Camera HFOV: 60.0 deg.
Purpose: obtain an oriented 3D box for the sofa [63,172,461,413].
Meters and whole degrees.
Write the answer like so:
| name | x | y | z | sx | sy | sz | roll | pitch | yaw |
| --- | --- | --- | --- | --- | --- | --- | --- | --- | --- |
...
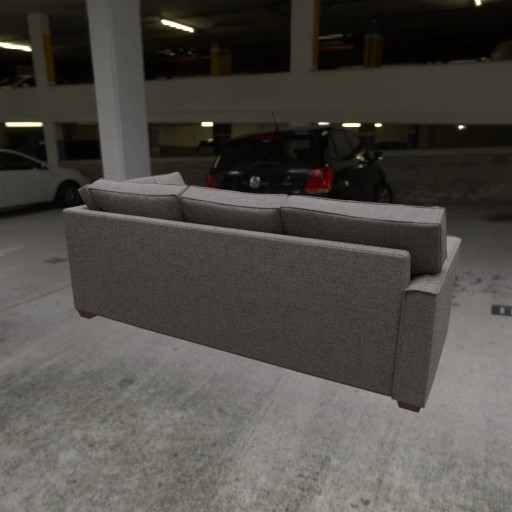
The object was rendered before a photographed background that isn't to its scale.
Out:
| name | x | y | z | sx | sy | sz | roll | pitch | yaw |
| --- | --- | --- | --- | --- | --- | --- | --- | --- | --- |
| sofa | 0.000 | 0.000 | 2.850 | 2.317 | 0.962 | 1.061 | 9 | 19 | 27 |
